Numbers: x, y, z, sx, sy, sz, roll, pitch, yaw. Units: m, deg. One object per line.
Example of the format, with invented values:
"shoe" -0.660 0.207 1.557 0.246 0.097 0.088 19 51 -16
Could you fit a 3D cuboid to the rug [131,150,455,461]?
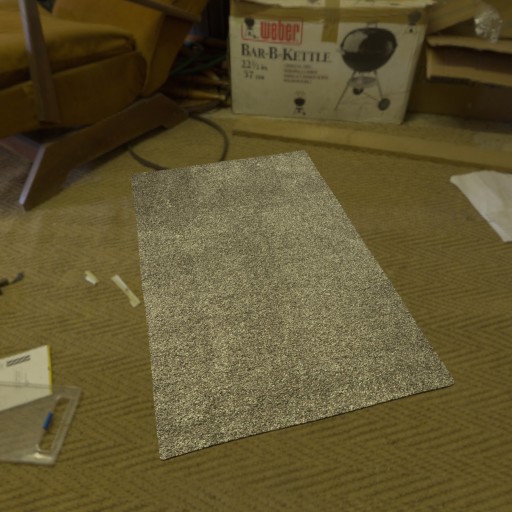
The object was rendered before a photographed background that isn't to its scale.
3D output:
"rug" 0.000 0.000 2.943 1.501 0.025 2.352 -10 45 -10
